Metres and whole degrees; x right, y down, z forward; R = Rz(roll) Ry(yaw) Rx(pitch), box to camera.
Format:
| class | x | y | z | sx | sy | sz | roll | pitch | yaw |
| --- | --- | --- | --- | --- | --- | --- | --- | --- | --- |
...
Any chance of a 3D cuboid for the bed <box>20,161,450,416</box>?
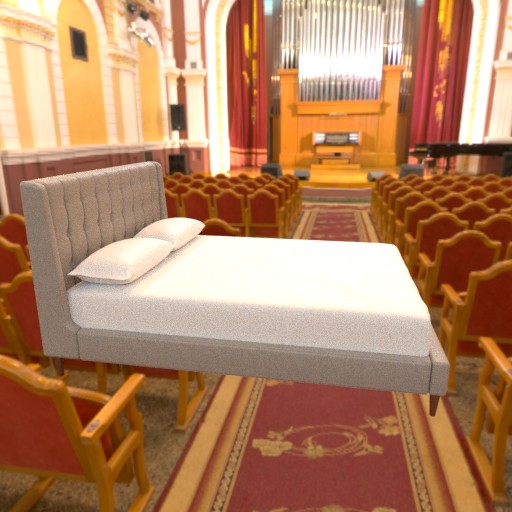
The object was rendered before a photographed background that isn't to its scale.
| class | x | y | z | sx | sy | sz | roll | pitch | yaw |
| --- | --- | --- | --- | --- | --- | --- | --- | --- | --- |
| bed | 0.000 | 0.000 | 3.049 | 2.232 | 1.147 | 1.656 | 3 | 16 | 10 |
